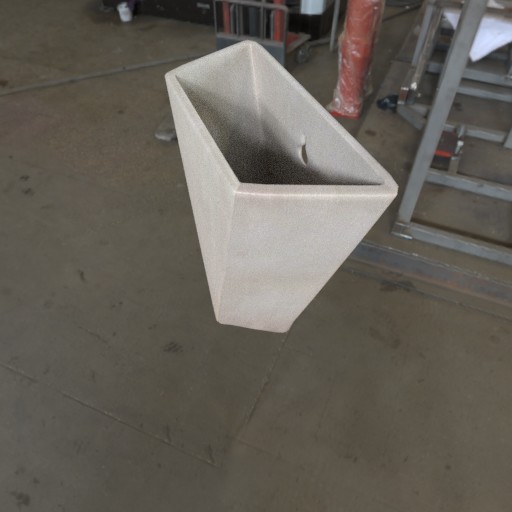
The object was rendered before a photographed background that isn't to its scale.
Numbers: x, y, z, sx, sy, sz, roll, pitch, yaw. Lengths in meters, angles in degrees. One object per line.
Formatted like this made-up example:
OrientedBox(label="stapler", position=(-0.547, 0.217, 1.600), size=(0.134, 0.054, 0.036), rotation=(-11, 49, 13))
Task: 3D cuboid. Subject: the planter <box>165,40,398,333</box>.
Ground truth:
OrientedBox(label="planter", position=(0.000, 0.000, 0.274), size=(0.060, 0.197, 0.150), rotation=(-17, 50, -15))
